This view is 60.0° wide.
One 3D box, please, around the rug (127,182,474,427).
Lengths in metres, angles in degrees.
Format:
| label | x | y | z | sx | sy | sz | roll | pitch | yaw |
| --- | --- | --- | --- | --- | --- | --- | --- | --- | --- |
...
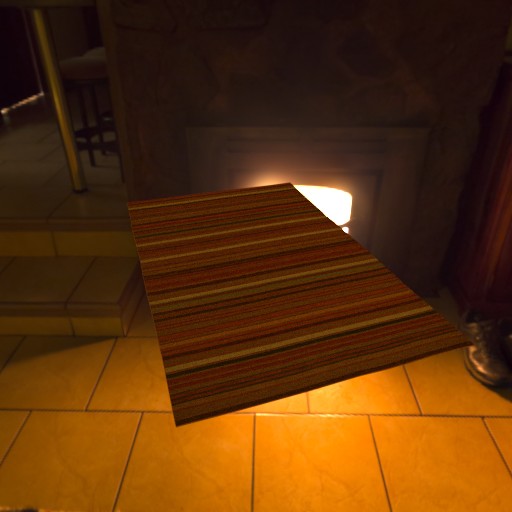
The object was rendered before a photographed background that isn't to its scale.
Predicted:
| label | x | y | z | sx | sy | sz | roll | pitch | yaw |
| --- | --- | --- | --- | --- | --- | --- | --- | --- | --- |
| rug | 0.000 | 0.000 | 3.027 | 1.523 | 0.008 | 2.438 | -10 | 32 | -16 |
